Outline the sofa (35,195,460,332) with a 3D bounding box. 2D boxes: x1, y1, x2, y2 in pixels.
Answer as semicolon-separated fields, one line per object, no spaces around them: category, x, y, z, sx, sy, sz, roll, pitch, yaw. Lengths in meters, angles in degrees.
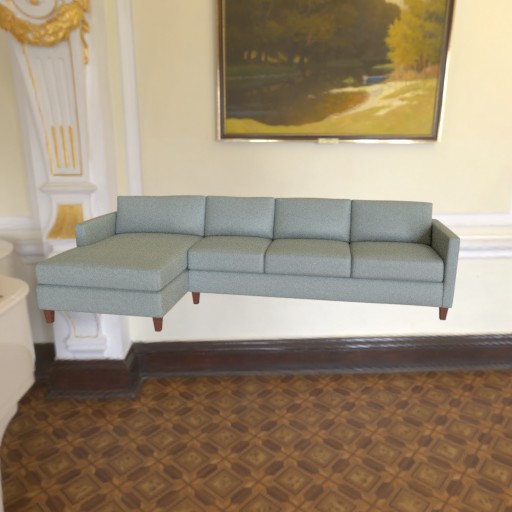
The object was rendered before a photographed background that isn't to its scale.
sofa;0.000;0.000;4.099;3.470;0.953;1.600;3;15;10
